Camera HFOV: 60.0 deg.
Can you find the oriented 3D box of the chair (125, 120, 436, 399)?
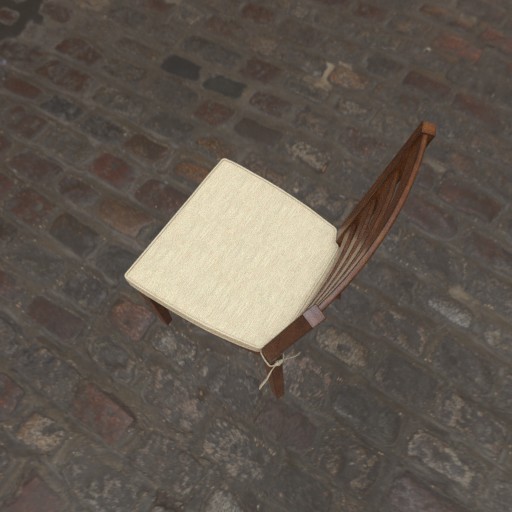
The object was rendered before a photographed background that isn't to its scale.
[{"bbox_3d":[0.000,0.000,1.306,0.595,0.979,0.593,30,68,13],"label":"chair"}]
